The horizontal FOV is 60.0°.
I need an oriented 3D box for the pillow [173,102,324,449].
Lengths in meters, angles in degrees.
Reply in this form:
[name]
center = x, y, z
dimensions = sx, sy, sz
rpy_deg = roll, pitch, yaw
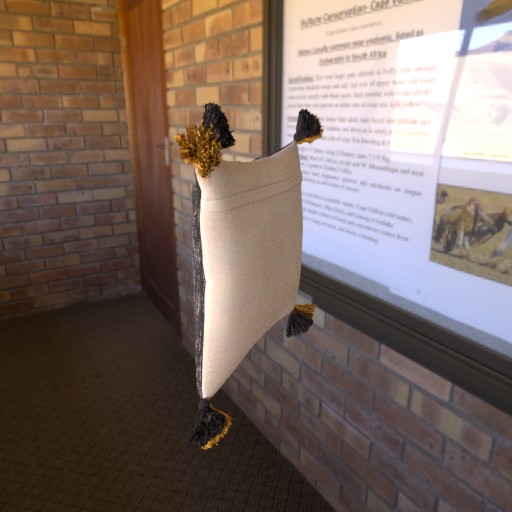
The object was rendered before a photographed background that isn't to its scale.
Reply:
[pillow]
center = 0.000, 0.000, 1.013
dimensions = 0.139, 0.659, 0.654
rpy_deg = 9, 20, 25
